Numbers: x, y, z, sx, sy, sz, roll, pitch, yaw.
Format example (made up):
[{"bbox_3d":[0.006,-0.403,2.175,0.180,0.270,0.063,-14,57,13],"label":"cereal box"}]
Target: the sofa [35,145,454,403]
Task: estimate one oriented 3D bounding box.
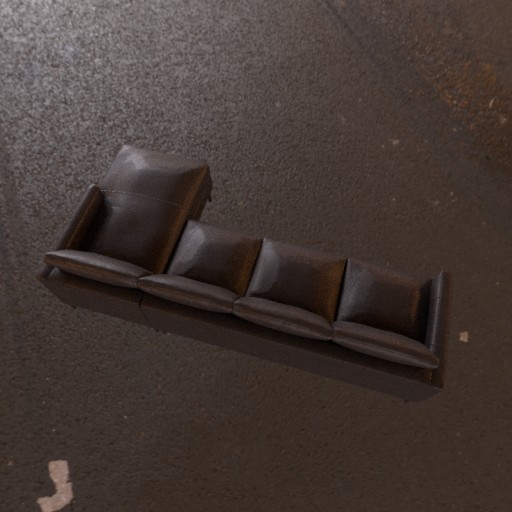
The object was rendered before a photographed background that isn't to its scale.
[{"bbox_3d":[0.000,0.000,3.589,2.993,0.859,1.471,14,63,7],"label":"sofa"}]
